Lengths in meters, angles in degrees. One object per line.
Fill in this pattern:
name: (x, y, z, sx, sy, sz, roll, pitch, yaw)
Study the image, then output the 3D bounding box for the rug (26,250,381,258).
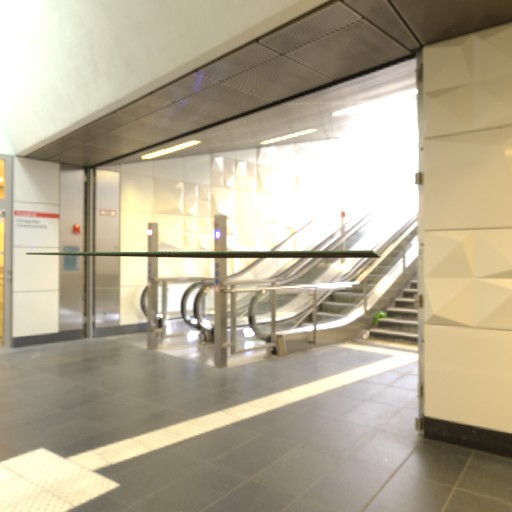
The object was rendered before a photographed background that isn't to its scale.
rug: (0.000, 0.000, 3.013, 1.622, 0.009, 2.373, 0, -1, 16)
